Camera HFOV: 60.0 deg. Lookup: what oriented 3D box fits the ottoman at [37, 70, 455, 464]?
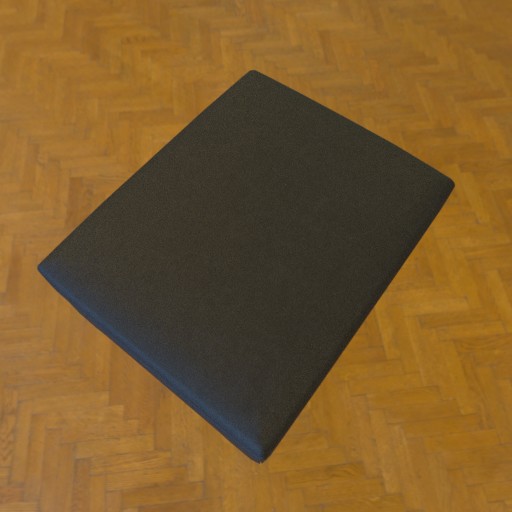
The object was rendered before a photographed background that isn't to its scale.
[{"bbox_3d":[0.000,0.000,1.768,0.967,0.696,1.187,35,69,16],"label":"ottoman"}]
